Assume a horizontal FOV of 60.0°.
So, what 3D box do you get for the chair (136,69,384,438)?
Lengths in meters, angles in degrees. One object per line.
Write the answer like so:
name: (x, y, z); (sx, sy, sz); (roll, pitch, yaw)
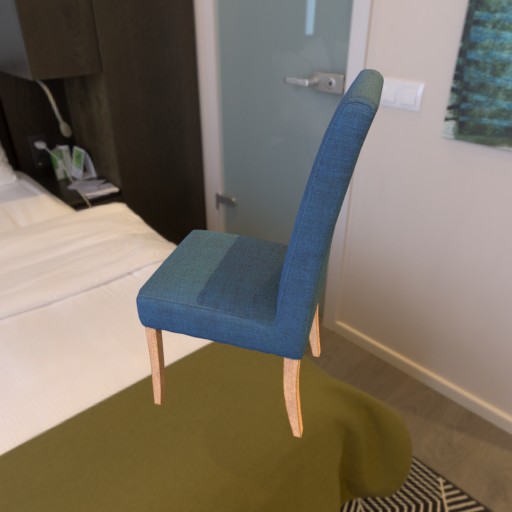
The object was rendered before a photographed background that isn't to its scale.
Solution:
chair: (0.000, 0.000, 1.350); (0.610, 1.029, 0.450); (8, 31, 13)
